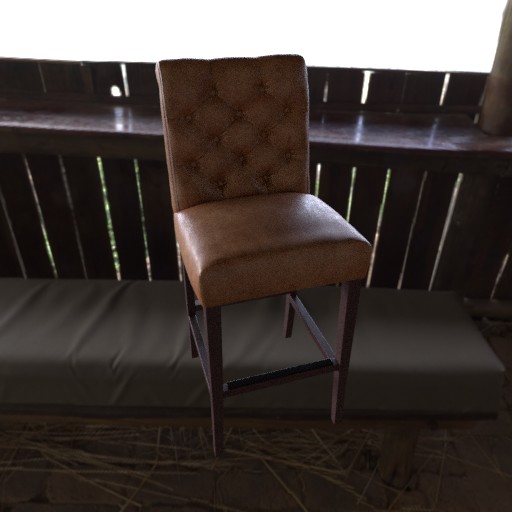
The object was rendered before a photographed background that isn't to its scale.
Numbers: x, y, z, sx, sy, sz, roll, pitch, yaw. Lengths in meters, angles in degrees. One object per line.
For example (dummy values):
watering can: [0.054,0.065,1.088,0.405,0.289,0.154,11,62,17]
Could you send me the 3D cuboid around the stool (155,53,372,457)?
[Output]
stool: [0.000,0.000,1.445,0.493,1.140,0.601,-9,33,-15]
